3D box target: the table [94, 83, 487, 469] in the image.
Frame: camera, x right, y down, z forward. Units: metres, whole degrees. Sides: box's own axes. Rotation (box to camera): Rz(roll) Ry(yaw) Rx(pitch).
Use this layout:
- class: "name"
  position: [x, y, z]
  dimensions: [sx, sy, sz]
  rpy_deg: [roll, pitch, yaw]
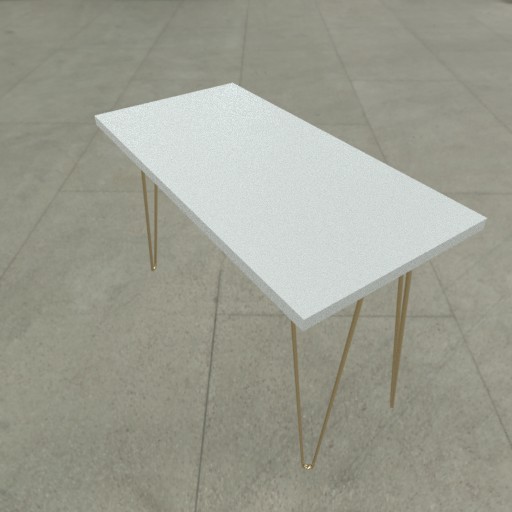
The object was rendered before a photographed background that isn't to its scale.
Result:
- class: "table"
  position: [0.000, 0.000, 1.348]
  dimensions: [0.498, 0.660, 0.991]
  rpy_deg: [-24, 46, -26]
